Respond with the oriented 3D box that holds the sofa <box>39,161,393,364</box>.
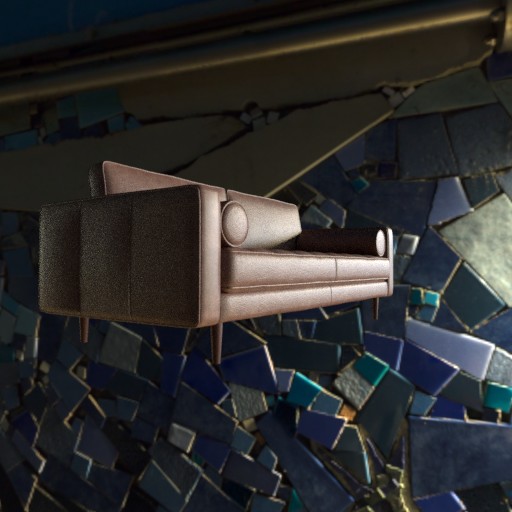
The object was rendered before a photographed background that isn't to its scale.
[{"bbox_3d":[0.000,0.000,2.323,0.910,0.760,1.870,-1,-2,35],"label":"sofa"}]
